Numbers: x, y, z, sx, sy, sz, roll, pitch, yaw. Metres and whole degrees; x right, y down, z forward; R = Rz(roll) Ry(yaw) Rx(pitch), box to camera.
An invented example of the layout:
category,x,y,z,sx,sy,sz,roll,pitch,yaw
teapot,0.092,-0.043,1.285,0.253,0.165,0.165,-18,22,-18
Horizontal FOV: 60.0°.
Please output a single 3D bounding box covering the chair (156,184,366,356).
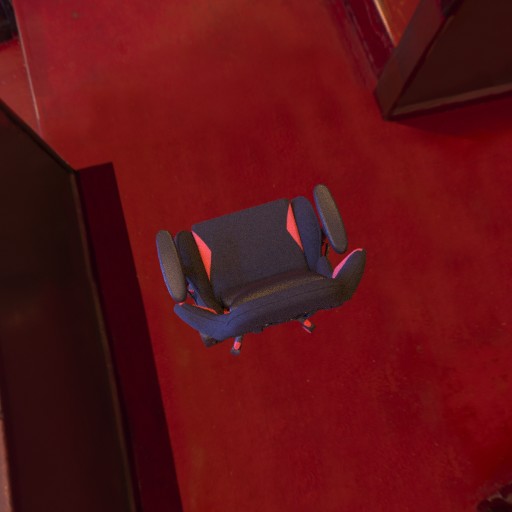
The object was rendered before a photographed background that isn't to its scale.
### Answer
category,x,y,z,sx,sy,sz,roll,pitch,yaw
chair,0.000,0.000,1.683,0.695,1.326,0.658,-17,78,-4
